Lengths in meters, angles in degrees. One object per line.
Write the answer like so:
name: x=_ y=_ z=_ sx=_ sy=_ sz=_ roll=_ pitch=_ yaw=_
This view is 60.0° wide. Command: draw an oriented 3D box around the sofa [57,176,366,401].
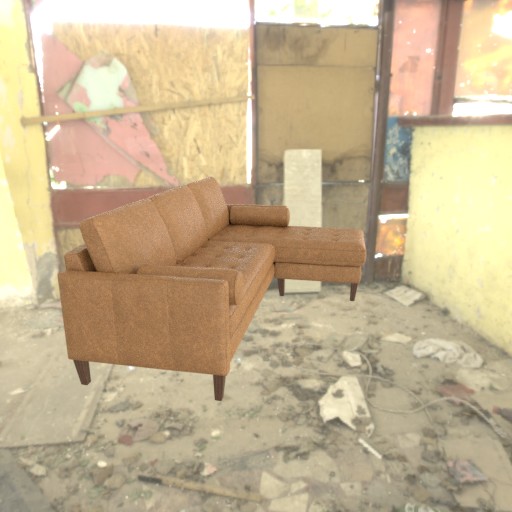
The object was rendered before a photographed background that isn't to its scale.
sofa: x=0.000 y=0.000 z=3.017 sx=1.506 sy=0.876 sz=2.178 roll=3 pitch=16 yaw=11
